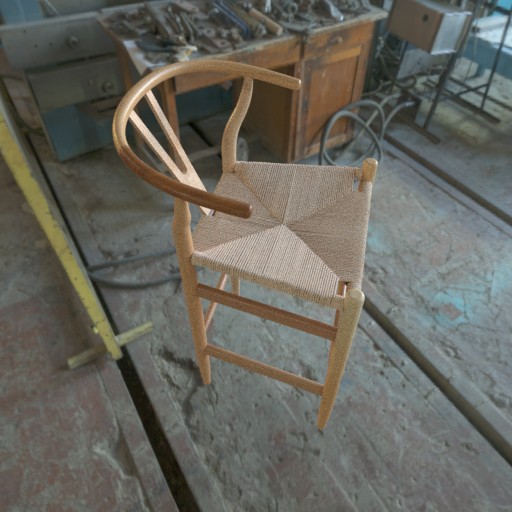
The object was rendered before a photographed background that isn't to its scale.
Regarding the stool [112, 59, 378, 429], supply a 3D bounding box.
[{"bbox_3d":[0.000,0.000,1.254,0.575,0.923,0.536,10,48,9],"label":"stool"}]
